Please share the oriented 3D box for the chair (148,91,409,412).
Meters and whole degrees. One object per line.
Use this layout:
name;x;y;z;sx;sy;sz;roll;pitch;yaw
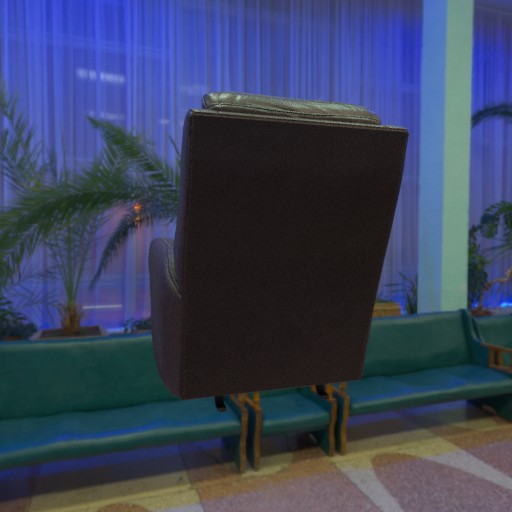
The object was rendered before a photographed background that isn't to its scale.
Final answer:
chair;0.000;0.000;1.795;0.829;1.030;1.080;-1;2;-17
